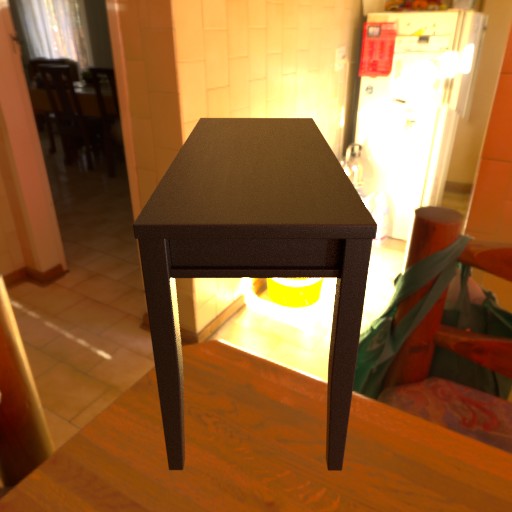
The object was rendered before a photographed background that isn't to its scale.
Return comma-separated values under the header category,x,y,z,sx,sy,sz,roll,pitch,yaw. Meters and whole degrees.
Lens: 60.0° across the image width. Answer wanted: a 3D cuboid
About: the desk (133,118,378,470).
category,x,y,z,sx,sy,sz,roll,pitch,yaw
desk,0.000,0.000,1.633,0.508,0.775,1.220,0,27,0
